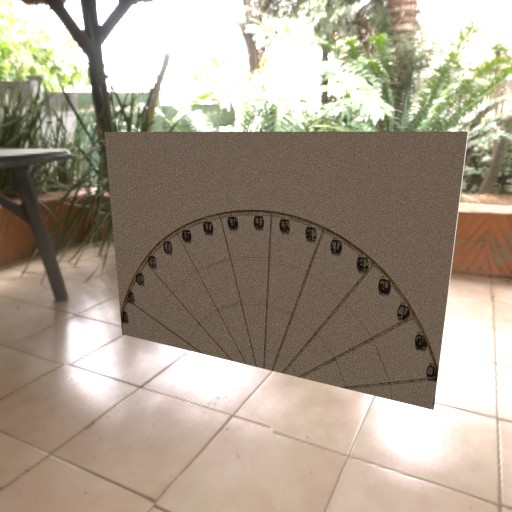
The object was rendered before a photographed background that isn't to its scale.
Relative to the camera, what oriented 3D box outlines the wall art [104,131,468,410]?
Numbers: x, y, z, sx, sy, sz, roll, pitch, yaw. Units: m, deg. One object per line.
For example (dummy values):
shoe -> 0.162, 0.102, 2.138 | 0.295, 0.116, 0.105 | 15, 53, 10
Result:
wall art -> 0.000, 0.000, 1.112 | 0.898, 0.601, 0.038 | 7, 17, 25
